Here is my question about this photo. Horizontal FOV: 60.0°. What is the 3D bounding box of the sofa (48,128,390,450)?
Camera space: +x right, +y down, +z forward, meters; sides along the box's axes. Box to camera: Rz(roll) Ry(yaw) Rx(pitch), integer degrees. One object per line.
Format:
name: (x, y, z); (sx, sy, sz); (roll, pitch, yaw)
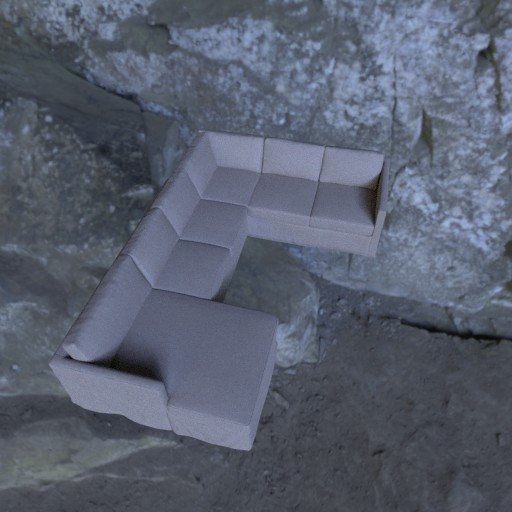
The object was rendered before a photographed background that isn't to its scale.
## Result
sofa: (0.000, 0.000, 4.526); (2.476, 0.878, 3.528); (10, 47, 10)
